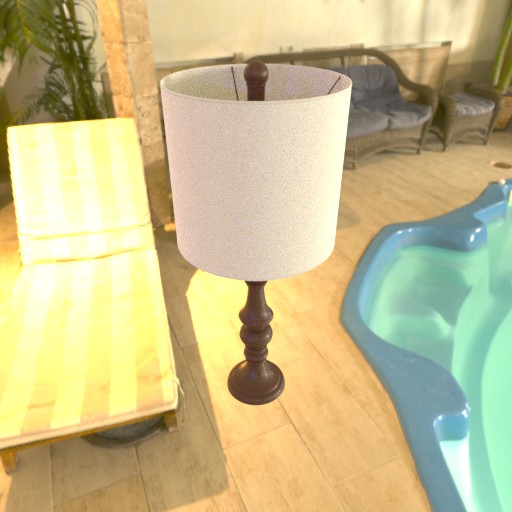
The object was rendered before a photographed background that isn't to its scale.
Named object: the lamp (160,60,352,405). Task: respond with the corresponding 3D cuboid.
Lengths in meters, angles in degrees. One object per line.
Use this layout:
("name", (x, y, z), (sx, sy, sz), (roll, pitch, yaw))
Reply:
("lamp", (0.000, 0.000, 0.732), (0.250, 0.597, 0.250), (-10, 33, -15))
